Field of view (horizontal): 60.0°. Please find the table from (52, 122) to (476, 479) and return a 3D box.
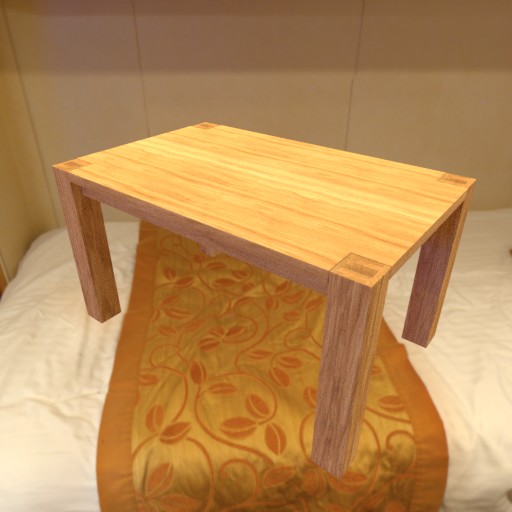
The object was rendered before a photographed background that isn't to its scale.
[{"bbox_3d":[0.000,0.000,1.920,1.400,0.760,0.900,22,37,32],"label":"table"}]
